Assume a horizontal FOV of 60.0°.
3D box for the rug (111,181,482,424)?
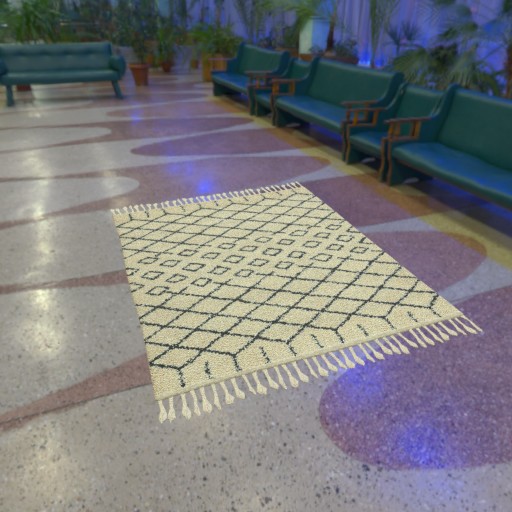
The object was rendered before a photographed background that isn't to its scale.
[{"bbox_3d":[0.000,0.000,4.195,2.388,0.030,3.213,-11,32,-18],"label":"rug"}]
